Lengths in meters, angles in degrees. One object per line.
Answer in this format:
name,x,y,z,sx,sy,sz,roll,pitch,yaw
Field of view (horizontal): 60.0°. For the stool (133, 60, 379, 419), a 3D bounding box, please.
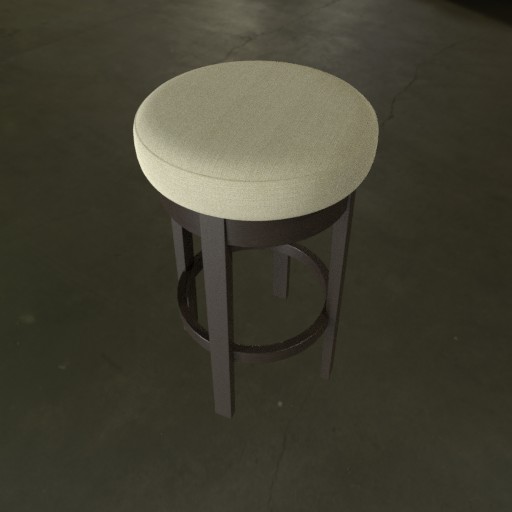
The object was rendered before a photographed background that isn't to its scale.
stool,0.000,0.000,1.020,0.446,0.758,0.446,0,45,0
